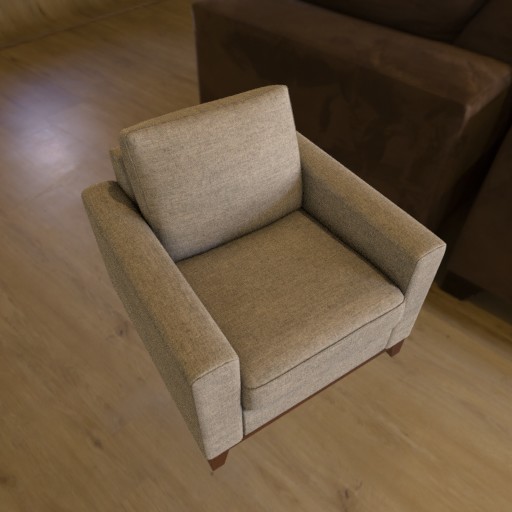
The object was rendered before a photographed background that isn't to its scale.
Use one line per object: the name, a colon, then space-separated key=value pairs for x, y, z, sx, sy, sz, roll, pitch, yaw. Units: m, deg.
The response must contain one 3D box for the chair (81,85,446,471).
chair: x=0.000 y=0.000 z=1.795 sx=1.024 sy=1.010 sz=1.038 roll=-24 pitch=50 yaw=-22
